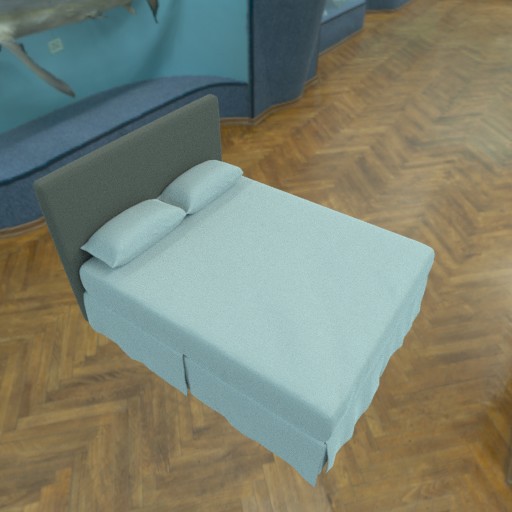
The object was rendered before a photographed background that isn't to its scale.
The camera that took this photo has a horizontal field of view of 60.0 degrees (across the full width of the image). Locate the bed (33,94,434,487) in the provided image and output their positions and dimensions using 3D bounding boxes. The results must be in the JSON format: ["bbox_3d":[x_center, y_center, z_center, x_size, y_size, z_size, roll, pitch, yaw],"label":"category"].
[{"bbox_3d":[0.000,0.000,3.116,2.142,1.330,1.748,25,47,25],"label":"bed"}]
